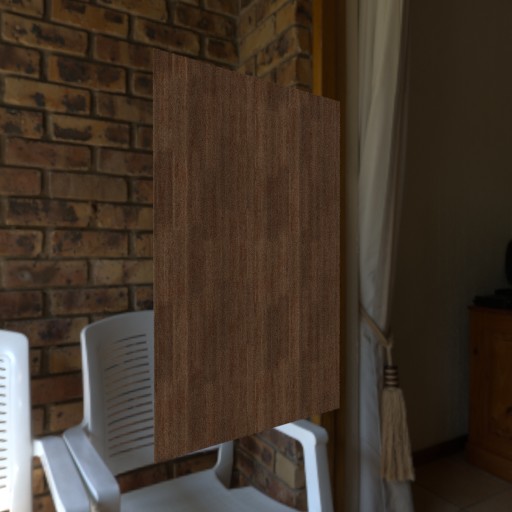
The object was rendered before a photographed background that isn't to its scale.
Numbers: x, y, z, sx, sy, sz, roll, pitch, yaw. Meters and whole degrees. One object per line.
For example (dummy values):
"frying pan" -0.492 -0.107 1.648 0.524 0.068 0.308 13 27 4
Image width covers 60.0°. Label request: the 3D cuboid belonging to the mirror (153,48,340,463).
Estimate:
"mirror" 0.000 0.000 1.288 0.651 1.010 0.047 0 1 -36
